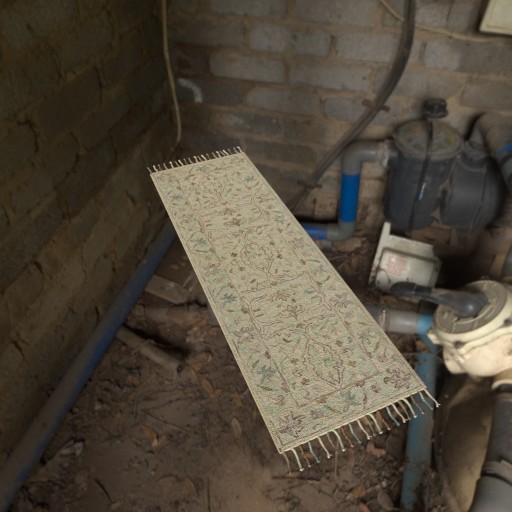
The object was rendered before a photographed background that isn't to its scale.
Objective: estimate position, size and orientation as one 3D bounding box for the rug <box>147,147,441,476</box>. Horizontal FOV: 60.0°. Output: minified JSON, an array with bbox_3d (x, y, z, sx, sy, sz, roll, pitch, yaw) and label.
[{"bbox_3d":[0.000,0.000,2.695,0.769,0.013,2.440,-17,47,-17],"label":"rug"}]
